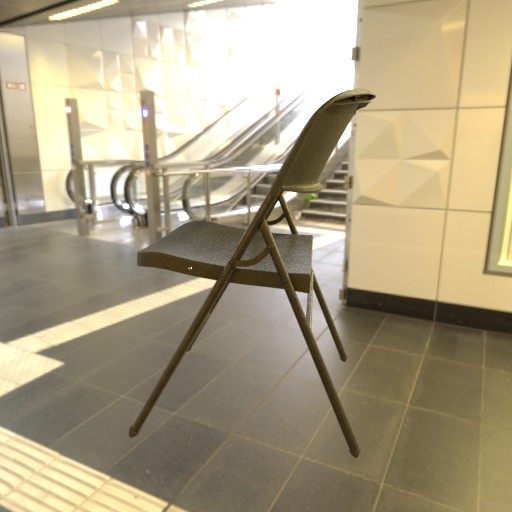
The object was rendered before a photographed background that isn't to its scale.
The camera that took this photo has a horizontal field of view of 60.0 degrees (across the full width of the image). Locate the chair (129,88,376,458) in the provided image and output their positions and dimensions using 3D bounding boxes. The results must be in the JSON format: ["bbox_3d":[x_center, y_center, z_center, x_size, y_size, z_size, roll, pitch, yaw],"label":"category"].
[{"bbox_3d":[0.000,0.000,1.179,0.566,0.810,0.494,2,14,8],"label":"chair"}]
